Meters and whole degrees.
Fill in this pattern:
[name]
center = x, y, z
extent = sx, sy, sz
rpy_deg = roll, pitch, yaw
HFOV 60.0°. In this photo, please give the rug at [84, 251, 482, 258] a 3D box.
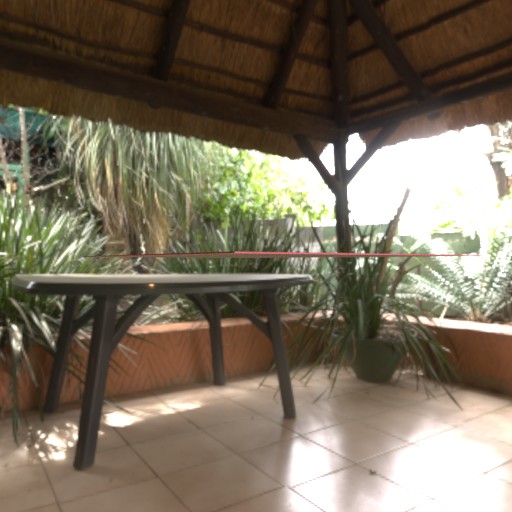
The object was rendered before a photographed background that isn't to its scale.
[rug]
center = 0.000, 0.000, 4.039
extent = 2.300, 0.012, 2.929
rpy_deg = 0, -1, -35
